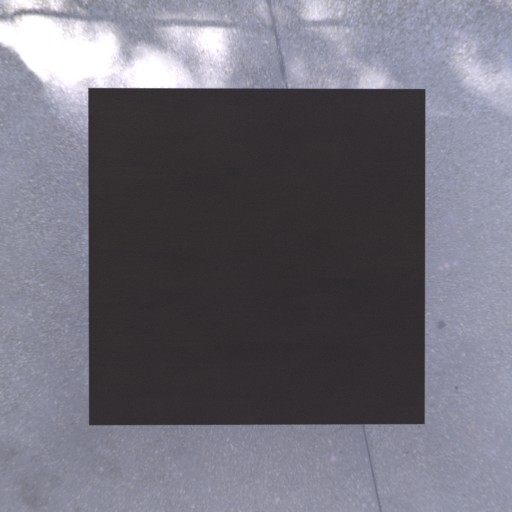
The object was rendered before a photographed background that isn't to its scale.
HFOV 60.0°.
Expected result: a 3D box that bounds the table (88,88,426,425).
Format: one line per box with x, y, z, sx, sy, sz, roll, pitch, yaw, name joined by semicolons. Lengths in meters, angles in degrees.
0.000;0.000;1.370;0.749;0.770;0.749;0;90;0;table
